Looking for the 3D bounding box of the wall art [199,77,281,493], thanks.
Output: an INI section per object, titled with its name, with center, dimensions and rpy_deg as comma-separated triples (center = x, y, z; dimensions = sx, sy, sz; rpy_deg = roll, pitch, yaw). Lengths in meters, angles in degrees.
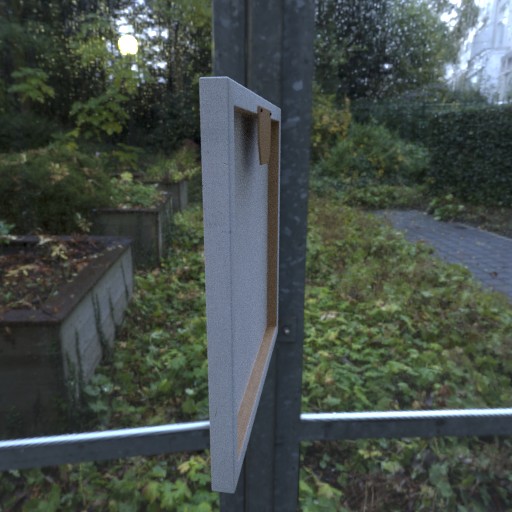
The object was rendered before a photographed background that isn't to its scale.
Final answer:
[wall art]
center = 0.000, 0.000, 0.901
dimensions = 0.044, 0.605, 0.605
rpy_deg = 2, 15, 9
